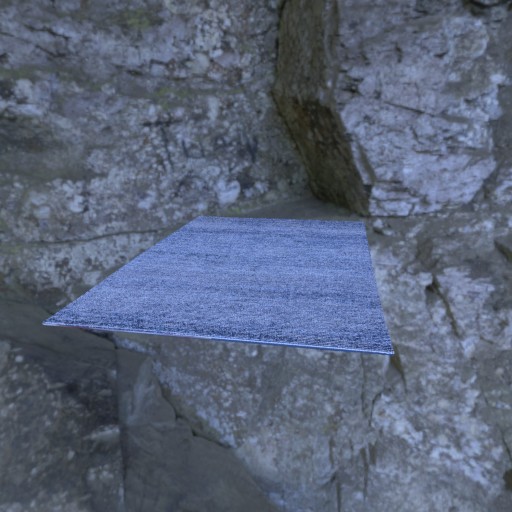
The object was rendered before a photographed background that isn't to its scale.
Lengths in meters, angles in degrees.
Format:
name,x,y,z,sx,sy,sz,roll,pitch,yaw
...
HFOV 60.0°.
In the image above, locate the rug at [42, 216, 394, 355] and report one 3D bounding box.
name,x,y,z,sx,sy,sz,roll,pitch,yaw
rug,0.000,0.000,2.246,1.159,0.025,1.793,3,17,10
